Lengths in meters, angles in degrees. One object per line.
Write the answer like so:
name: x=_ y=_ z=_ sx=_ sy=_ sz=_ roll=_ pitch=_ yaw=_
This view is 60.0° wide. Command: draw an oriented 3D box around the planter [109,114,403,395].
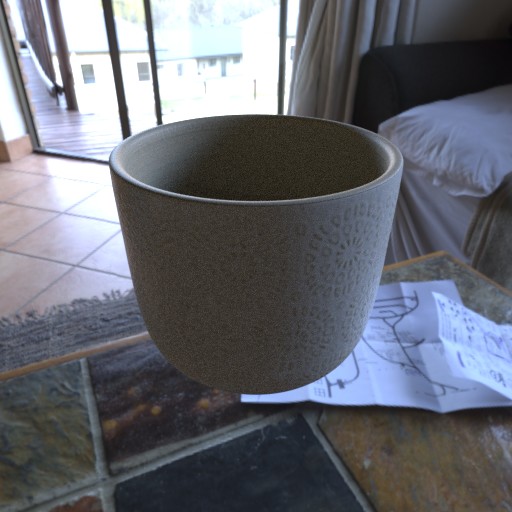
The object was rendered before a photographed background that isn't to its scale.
planter: x=0.000 y=0.000 z=0.303 sx=0.170 sy=0.152 sz=0.170 roll=0 pitch=31 yaw=0
